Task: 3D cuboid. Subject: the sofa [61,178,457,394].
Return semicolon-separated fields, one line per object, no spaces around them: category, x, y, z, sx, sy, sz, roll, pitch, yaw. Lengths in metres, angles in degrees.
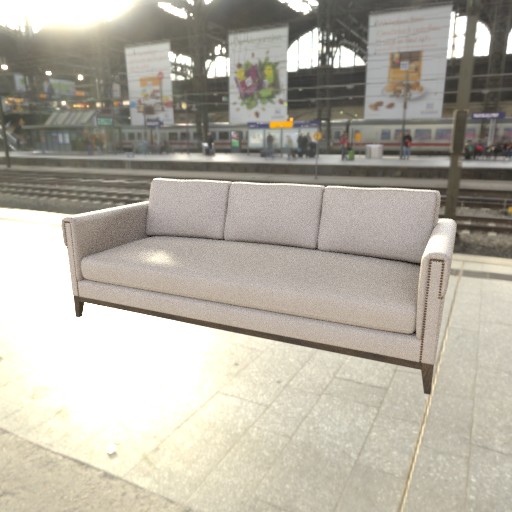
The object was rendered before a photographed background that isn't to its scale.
sofa;0.000;0.000;2.739;2.210;0.838;0.959;7;16;24
